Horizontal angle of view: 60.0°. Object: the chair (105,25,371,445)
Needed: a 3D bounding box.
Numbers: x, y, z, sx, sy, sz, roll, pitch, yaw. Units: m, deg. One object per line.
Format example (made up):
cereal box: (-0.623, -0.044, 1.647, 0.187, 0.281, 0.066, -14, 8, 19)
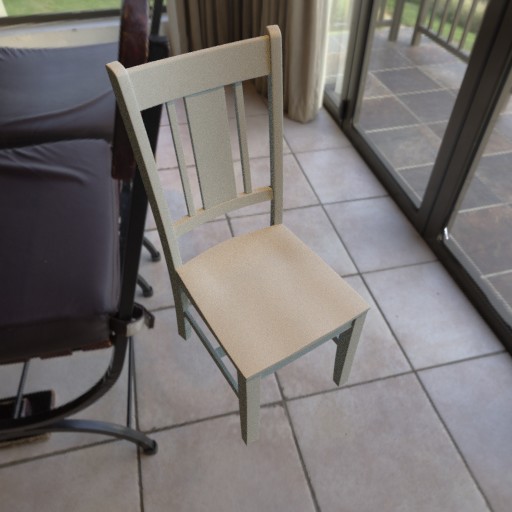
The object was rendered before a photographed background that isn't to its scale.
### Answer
chair: (0.000, 0.000, 1.250, 0.450, 0.998, 0.555, -25, 51, -22)
